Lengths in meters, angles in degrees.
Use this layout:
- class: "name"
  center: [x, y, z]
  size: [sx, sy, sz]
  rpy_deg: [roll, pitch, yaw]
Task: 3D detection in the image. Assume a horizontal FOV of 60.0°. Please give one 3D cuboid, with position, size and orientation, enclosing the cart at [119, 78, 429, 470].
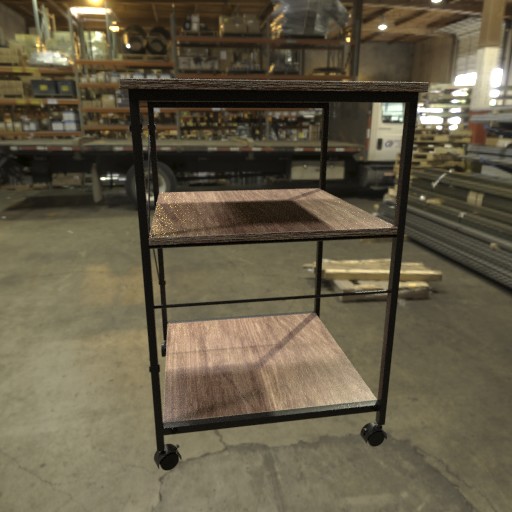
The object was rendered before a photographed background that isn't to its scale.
- class: "cart"
  center: [0.000, 0.000, 1.085]
  size: [0.520, 0.762, 0.521]
  rpy_deg: [-3, 17, -9]
